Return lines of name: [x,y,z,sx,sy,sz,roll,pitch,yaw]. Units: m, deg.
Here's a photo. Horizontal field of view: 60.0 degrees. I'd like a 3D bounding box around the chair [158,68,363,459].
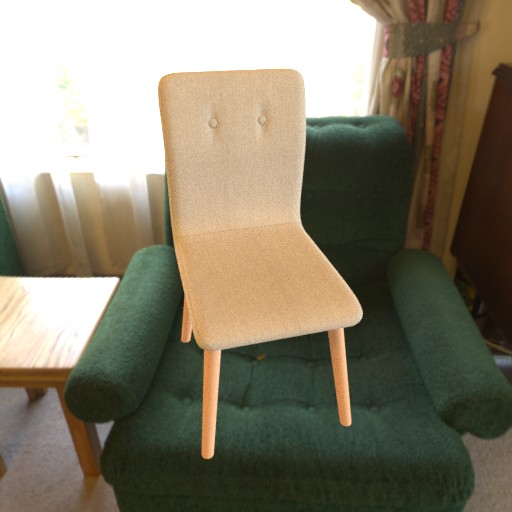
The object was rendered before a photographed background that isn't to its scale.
chair: [0.000,0.000,1.218,0.435,0.885,0.550,-8,32,-13]
